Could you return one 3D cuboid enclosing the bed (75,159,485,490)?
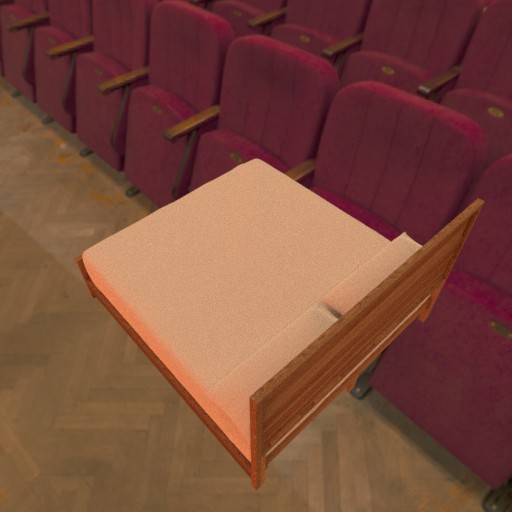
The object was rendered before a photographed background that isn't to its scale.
[{"bbox_3d":[0.000,0.000,3.420,2.013,1.295,2.184,-34,56,-27],"label":"bed"}]
